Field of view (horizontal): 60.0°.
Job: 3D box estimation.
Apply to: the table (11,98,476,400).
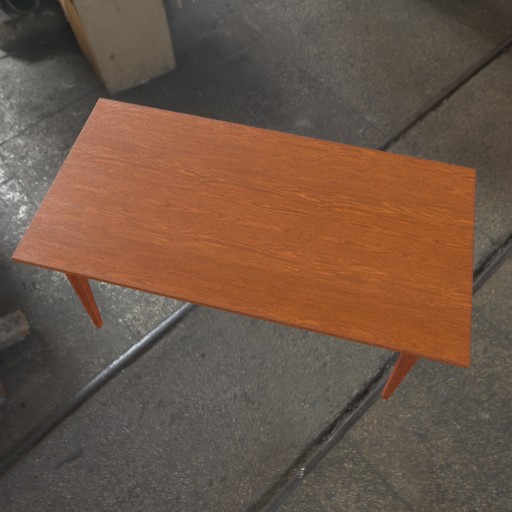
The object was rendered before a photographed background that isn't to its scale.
[{"bbox_3d":[0.000,0.000,2.013,1.609,0.755,0.811,12,64,6],"label":"table"}]
